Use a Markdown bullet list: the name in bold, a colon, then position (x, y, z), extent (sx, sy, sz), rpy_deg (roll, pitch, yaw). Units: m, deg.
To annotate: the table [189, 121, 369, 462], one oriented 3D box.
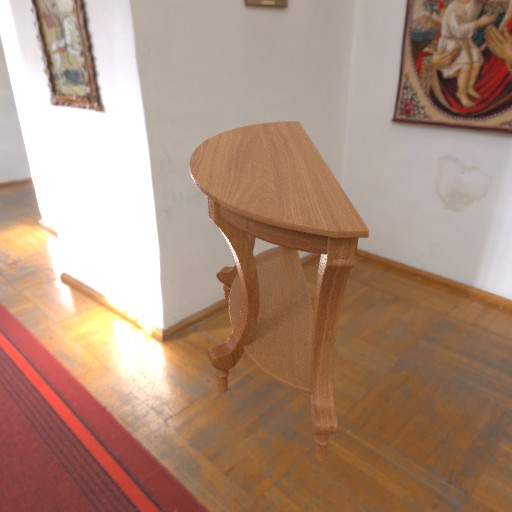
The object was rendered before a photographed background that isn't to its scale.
- **table**: position (0.000, 0.000, 1.508), extent (0.394, 0.692, 1.198), rpy_deg (-1, 26, -1)
